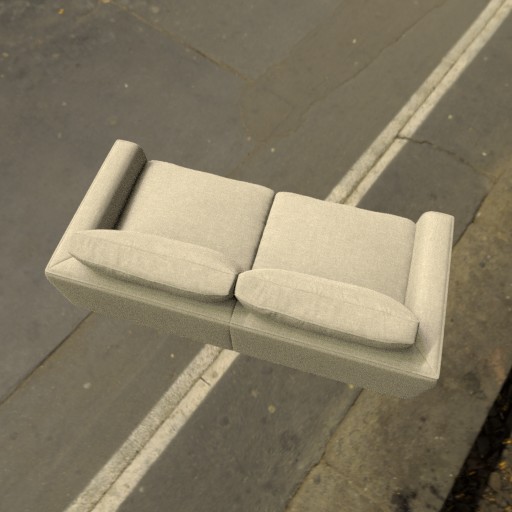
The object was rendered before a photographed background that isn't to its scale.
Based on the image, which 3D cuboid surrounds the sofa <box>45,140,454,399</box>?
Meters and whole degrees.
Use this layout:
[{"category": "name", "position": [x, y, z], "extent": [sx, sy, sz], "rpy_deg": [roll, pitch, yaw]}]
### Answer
[{"category": "sofa", "position": [0.000, 0.000, 2.744], "extent": [2.262, 0.801, 1.070], "rpy_deg": [14, 64, 7]}]
